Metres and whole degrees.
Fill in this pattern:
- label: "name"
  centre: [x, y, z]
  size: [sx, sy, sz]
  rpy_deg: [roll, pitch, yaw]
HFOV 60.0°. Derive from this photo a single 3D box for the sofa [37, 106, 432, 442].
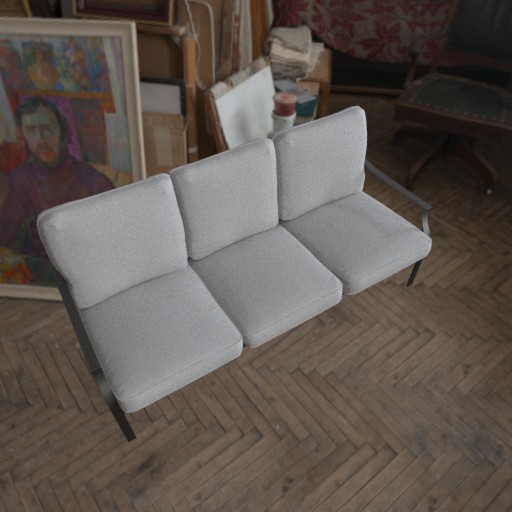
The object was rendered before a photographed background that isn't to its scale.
- label: "sofa"
  centre: [0.000, 0.000, 2.164]
  size: [1.740, 0.860, 0.787]
  rpy_deg: [-24, 52, -21]
